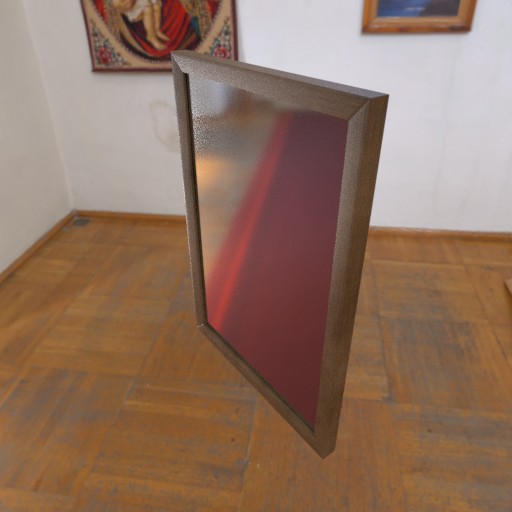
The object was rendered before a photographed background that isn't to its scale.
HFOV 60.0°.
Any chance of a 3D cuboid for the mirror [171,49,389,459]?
[{"bbox_3d":[0.000,0.000,0.896,0.040,0.710,0.507,-22,38,-31],"label":"mirror"}]
